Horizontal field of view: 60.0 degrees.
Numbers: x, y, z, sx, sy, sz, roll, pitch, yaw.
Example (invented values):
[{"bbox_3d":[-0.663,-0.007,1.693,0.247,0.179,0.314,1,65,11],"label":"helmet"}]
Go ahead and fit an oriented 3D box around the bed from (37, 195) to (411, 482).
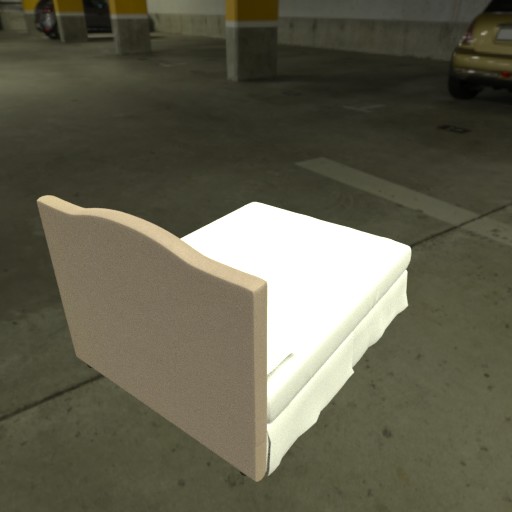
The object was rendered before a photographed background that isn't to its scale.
[{"bbox_3d":[0.000,0.000,3.396,1.821,1.436,2.282,20,35,31],"label":"bed"}]
